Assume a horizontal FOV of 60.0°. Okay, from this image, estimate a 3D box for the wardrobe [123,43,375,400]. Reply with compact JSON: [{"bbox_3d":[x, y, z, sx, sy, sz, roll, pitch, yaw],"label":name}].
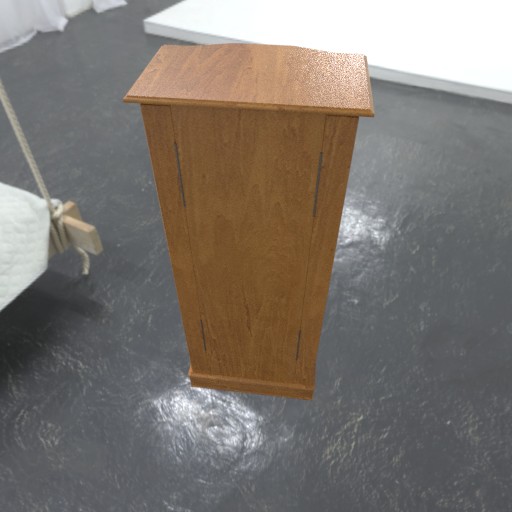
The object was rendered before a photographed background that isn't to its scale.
[{"bbox_3d":[0.000,0.000,1.139,0.406,0.959,0.273,5,45,5],"label":"wardrobe"}]
